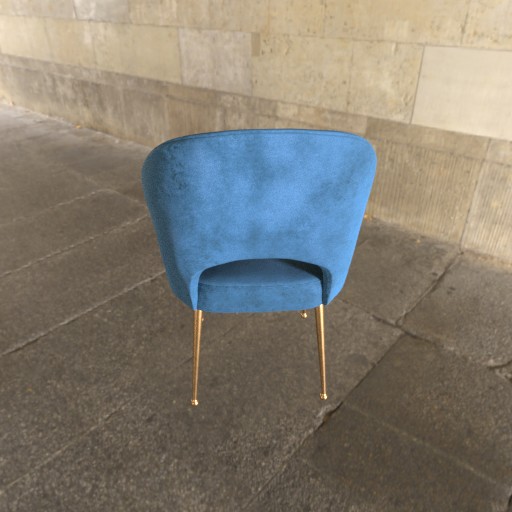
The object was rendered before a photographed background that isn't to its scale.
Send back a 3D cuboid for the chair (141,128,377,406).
[{"bbox_3d":[0.000,0.000,1.246,0.527,0.860,0.577,-2,31,-3],"label":"chair"}]
